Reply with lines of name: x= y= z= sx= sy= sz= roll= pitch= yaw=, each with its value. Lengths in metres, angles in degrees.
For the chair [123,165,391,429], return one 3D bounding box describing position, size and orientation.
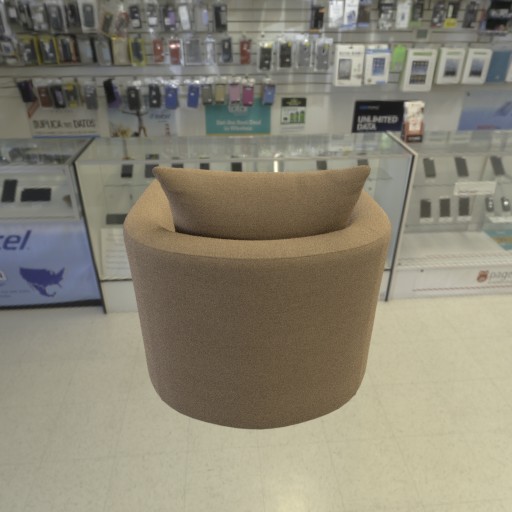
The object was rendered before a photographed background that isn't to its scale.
chair: x=0.000 y=0.000 z=1.600 sx=0.845 sy=0.848 sz=0.910 roll=-1 pitch=30 yaw=-2
